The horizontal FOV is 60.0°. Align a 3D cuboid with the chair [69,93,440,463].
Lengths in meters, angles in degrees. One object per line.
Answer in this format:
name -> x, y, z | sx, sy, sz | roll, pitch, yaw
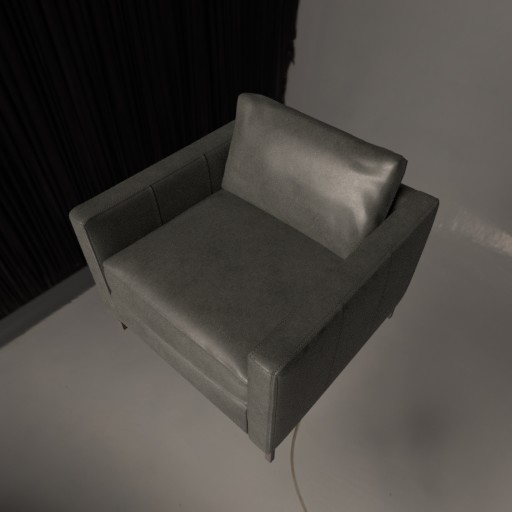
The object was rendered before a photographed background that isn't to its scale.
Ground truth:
chair -> 0.000, 0.000, 1.530 | 0.967, 0.824, 0.861 | 33, 54, 27
